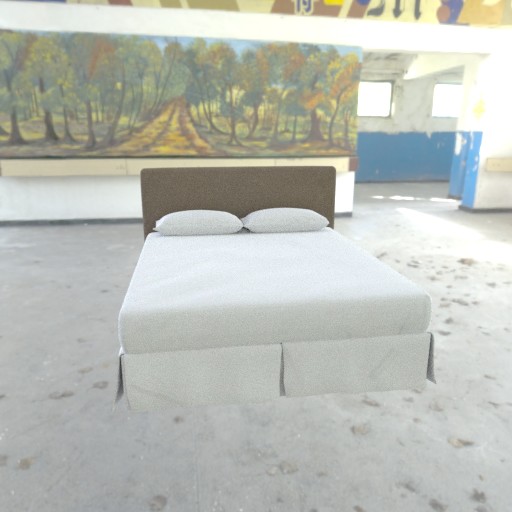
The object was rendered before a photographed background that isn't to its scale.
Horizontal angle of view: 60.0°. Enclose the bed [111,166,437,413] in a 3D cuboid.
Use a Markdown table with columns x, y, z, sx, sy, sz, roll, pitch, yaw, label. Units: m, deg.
| x | y | z | sx | sy | sz | roll | pitch | yaw | label |
| --- | --- | --- | --- | --- | --- | --- | --- | --- | --- |
| 0.000 | 0.000 | 3.726 | 2.119 | 1.317 | 2.341 | -2 | 16 | -8 | bed |
